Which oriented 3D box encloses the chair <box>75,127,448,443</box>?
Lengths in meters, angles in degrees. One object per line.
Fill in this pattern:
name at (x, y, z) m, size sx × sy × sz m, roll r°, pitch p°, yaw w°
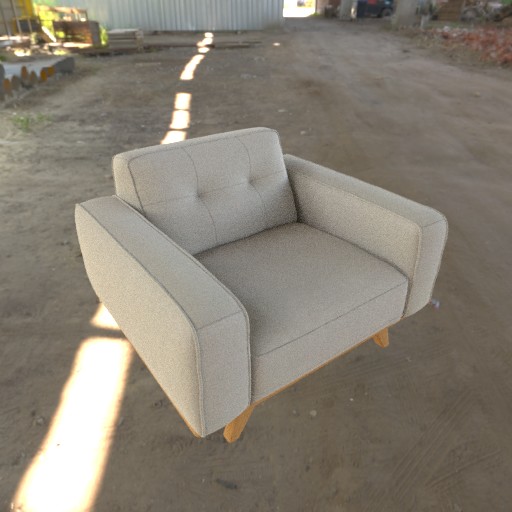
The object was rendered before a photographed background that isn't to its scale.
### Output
chair at (0.000, 0.000, 1.747) m, size 1.115 × 0.779 × 0.953 m, roll -20°, pitch 36°, yaw -31°
